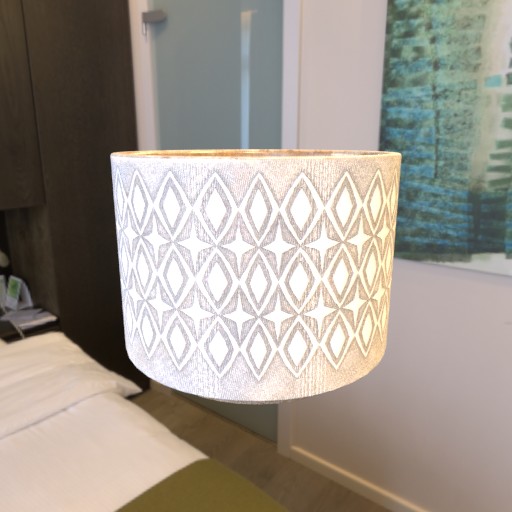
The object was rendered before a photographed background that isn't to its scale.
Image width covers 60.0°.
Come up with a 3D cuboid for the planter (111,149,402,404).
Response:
[{"bbox_3d":[0.000,0.000,0.315,0.186,0.144,0.186,0,15,0],"label":"planter"}]
